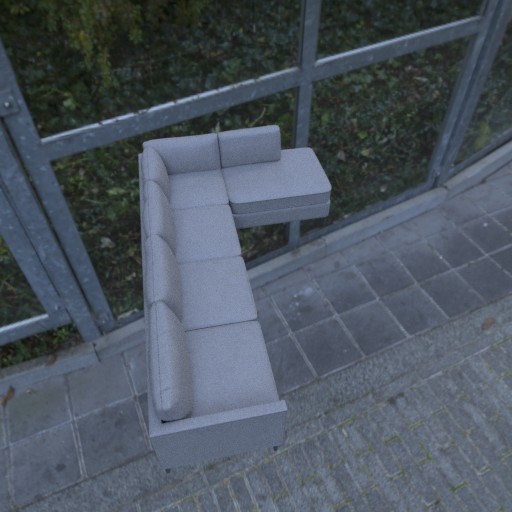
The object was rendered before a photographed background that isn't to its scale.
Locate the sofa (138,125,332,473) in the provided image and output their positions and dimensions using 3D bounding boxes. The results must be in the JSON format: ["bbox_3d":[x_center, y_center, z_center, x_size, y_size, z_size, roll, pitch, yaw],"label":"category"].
[{"bbox_3d":[0.000,0.000,4.271,2.077,0.964,3.331,-8,47,-8],"label":"sofa"}]
